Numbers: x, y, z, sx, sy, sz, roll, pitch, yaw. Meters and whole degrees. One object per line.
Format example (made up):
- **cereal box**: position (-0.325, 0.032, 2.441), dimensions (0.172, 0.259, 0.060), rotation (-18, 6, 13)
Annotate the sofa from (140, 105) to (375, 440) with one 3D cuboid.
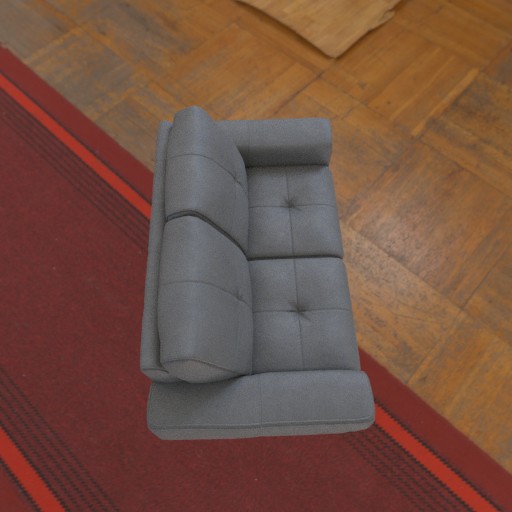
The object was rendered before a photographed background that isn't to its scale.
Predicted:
- **sofa**: position (0.000, 0.000, 2.388), dimensions (1.018, 0.907, 1.806), rotation (-2, 63, -1)
